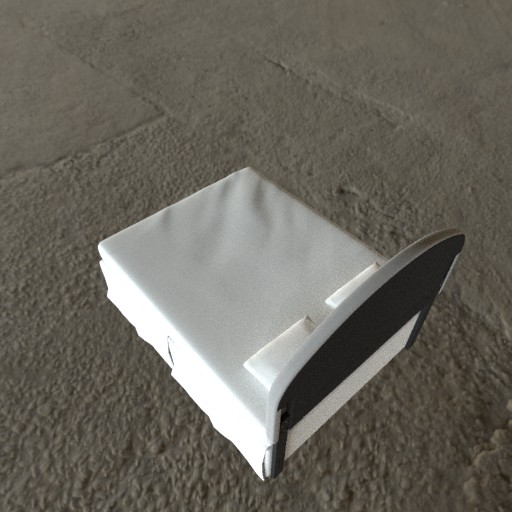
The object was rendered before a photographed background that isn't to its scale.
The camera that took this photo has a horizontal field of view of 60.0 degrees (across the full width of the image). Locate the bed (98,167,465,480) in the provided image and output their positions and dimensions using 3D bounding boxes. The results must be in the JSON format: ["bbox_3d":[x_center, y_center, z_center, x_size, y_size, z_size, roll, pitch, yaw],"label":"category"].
[{"bbox_3d":[0.000,0.000,3.047,1.607,1.410,2.005,-32,54,-27],"label":"bed"}]
